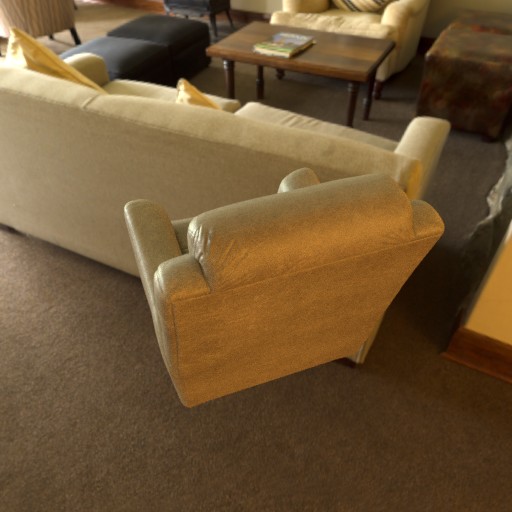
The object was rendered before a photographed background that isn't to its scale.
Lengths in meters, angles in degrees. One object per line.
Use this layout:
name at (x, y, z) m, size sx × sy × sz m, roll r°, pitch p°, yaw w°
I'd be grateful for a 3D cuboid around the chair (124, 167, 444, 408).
chair at (0.000, 0.000, 1.868) m, size 0.967 × 1.116 × 1.068 m, roll -14°, pitch 44°, yaw -15°
